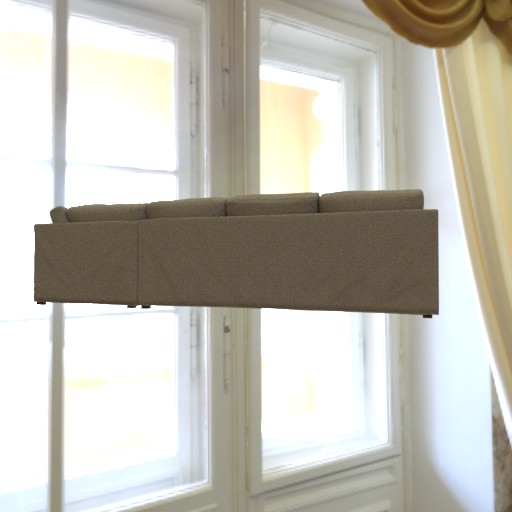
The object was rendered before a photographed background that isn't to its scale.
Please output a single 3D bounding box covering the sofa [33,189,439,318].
[{"bbox_3d":[0.000,0.000,4.378,3.182,0.871,2.432,0,-1,18],"label":"sofa"}]
